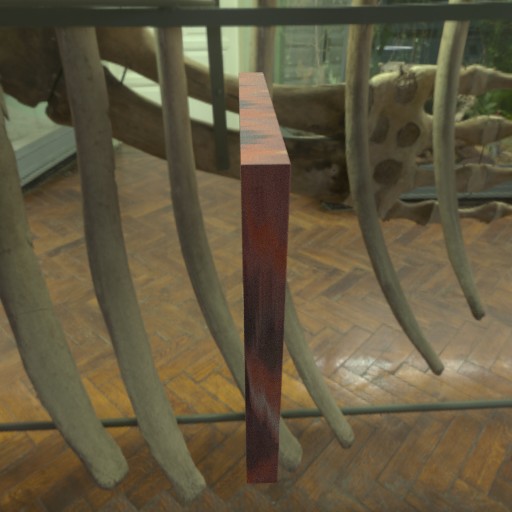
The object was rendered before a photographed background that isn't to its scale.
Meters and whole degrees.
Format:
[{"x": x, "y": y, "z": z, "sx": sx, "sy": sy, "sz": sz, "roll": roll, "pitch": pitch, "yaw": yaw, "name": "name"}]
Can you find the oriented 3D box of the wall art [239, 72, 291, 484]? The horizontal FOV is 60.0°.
[{"x": 0.000, "y": 0.000, "z": 0.607, "sx": 0.038, "sy": 0.406, "sz": 0.403, "roll": -1, "pitch": 32, "yaw": -2, "name": "wall art"}]
